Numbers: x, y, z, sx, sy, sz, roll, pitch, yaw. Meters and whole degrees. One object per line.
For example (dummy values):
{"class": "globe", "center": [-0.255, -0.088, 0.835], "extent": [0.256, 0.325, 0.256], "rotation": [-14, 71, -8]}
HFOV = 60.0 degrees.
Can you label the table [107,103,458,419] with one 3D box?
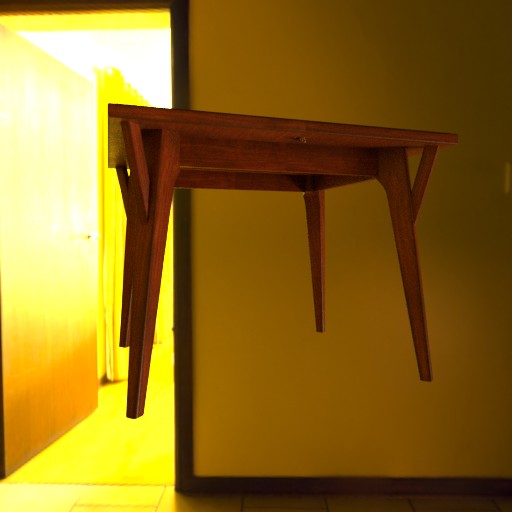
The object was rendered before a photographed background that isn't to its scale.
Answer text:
{"class": "table", "center": [0.000, 0.000, 1.578], "extent": [0.991, 0.761, 0.838], "rotation": [-1, 3, -18]}
